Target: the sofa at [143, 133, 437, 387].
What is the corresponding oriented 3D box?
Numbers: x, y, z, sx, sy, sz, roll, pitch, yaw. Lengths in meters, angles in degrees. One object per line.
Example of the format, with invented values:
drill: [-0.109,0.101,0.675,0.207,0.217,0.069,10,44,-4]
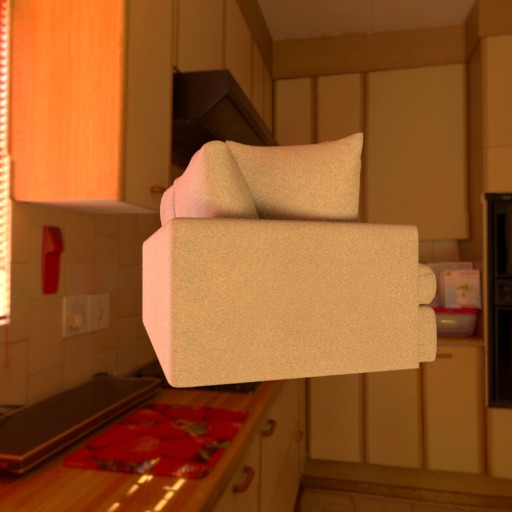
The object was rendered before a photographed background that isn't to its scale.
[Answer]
sofa: [0.000,0.000,2.646,1.228,1.080,1.869,0,-1,-17]
